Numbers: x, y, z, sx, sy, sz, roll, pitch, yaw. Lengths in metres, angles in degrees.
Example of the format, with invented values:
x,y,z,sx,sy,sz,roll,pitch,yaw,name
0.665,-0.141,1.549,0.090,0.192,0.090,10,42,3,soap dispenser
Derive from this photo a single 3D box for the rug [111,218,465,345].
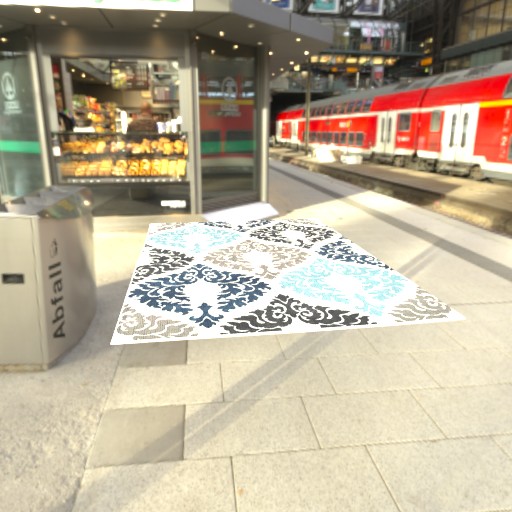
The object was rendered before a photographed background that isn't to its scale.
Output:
x,y,z,sx,sy,sz,roll,pitch,yaw,name
0.000,0.000,2.910,1.514,0.014,2.275,-3,16,-9,rug
